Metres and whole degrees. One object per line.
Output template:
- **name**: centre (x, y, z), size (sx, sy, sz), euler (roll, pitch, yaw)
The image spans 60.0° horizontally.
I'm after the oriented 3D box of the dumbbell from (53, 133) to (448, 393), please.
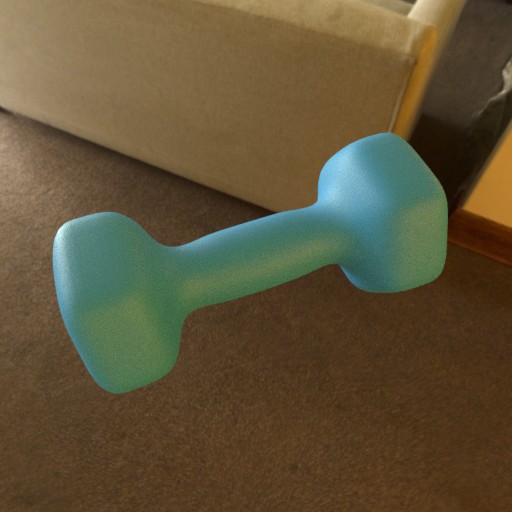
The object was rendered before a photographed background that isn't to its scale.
- **dumbbell**: centre (0.000, 0.000, 0.185), size (0.152, 0.066, 0.074), euler (-17, 59, -11)
